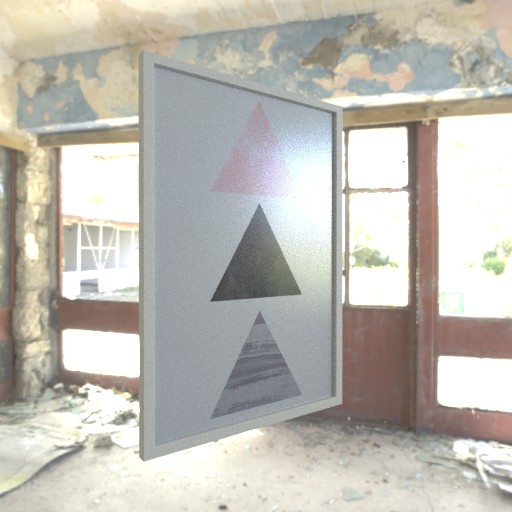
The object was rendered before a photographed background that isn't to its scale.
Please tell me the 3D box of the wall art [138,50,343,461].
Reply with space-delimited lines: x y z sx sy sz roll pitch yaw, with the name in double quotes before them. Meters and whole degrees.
"wall art" 0.000 0.000 0.561 0.303 0.433 0.013 0 0 -36
